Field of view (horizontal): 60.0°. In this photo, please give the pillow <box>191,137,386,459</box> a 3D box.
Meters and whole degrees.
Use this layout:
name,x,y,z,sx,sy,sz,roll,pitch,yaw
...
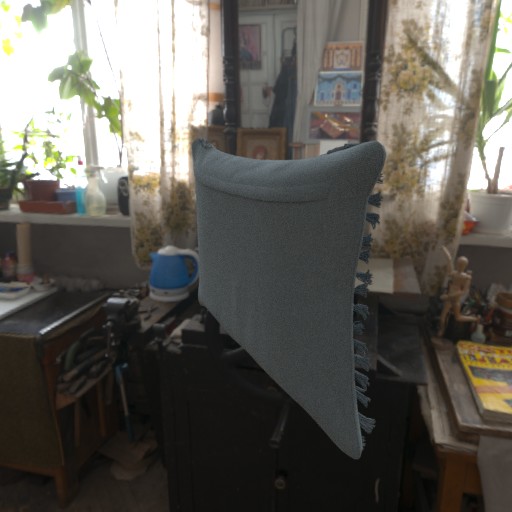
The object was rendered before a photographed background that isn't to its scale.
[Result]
name,x,y,z,sx,sy,sz,roll,pitch,yaw
pillow,0.000,0.000,0.589,0.084,0.305,0.466,-7,17,-25
